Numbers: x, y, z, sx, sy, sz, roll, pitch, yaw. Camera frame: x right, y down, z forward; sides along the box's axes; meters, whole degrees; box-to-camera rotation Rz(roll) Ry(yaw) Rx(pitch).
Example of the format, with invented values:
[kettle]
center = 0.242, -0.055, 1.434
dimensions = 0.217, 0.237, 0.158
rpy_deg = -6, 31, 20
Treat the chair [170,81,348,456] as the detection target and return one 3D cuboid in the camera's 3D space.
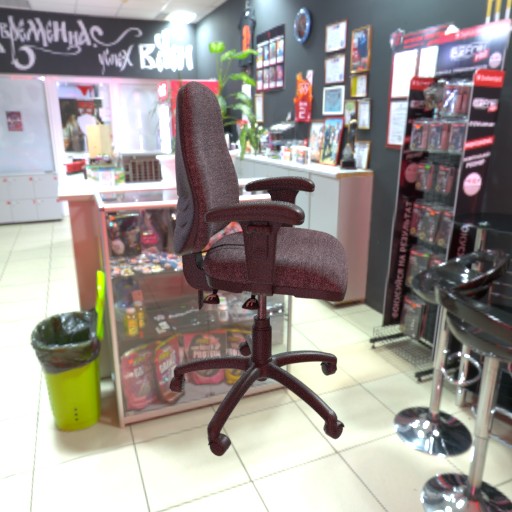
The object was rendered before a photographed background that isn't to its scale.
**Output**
[chair]
center = 0.000, 0.000, 1.234
dimensions = 0.530, 0.910, 0.550
rpy_deg = 3, 17, 9
